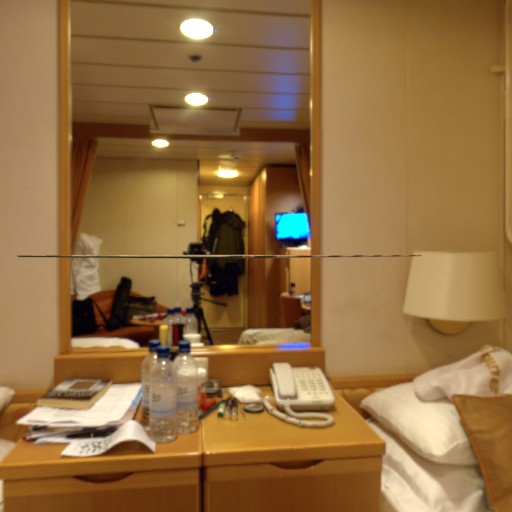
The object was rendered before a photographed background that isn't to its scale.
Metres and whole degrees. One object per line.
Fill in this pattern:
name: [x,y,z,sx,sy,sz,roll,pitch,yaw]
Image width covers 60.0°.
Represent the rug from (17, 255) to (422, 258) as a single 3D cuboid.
rug: [0.000,0.000,3.010,1.520,0.011,2.447,0,0,36]
